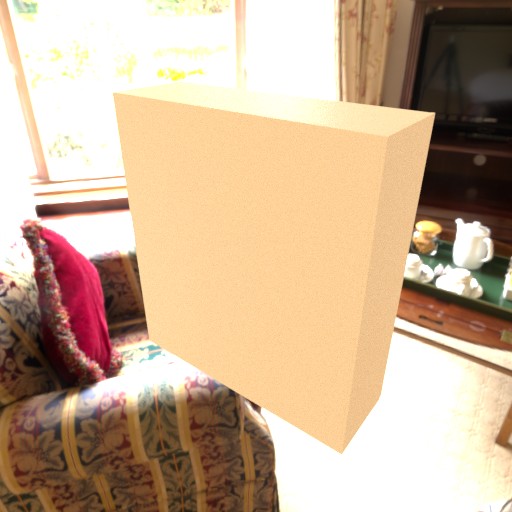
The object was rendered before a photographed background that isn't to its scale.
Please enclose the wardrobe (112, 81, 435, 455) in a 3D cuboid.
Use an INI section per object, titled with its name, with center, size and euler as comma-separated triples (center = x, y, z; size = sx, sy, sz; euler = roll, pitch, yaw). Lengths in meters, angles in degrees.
[wardrobe]
center = 0.000, 0.000, 3.018
size = 1.830, 2.020, 0.600
euler = 20, 35, 32
